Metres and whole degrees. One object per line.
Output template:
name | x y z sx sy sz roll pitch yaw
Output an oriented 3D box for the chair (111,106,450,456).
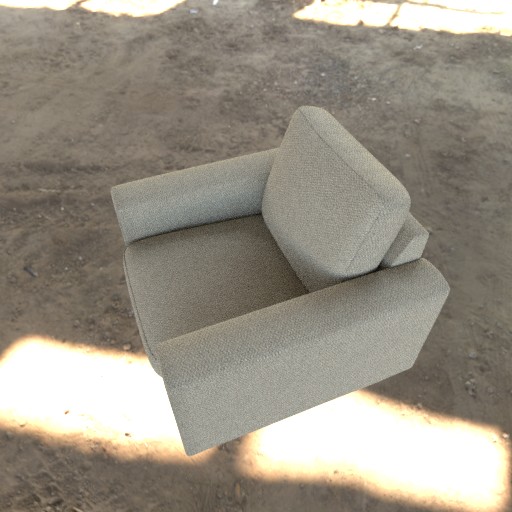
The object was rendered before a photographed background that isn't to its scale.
chair | 0.000 0.000 1.759 1.016 0.873 1.005 -16 49 -15
